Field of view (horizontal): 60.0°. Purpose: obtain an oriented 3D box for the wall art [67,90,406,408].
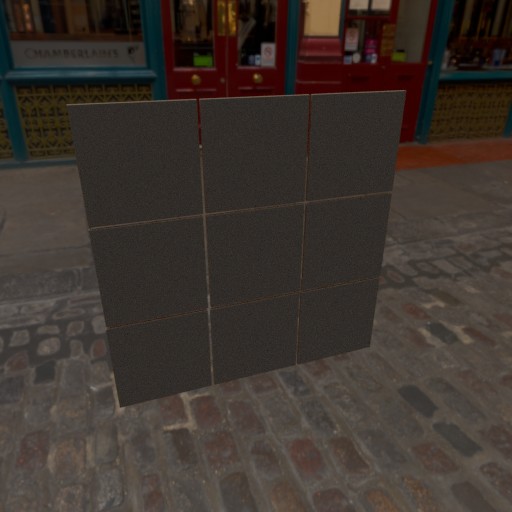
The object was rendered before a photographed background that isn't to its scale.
[{"bbox_3d":[0.000,0.000,2.237,1.527,1.521,0.017,-9,27,-18],"label":"wall art"}]
